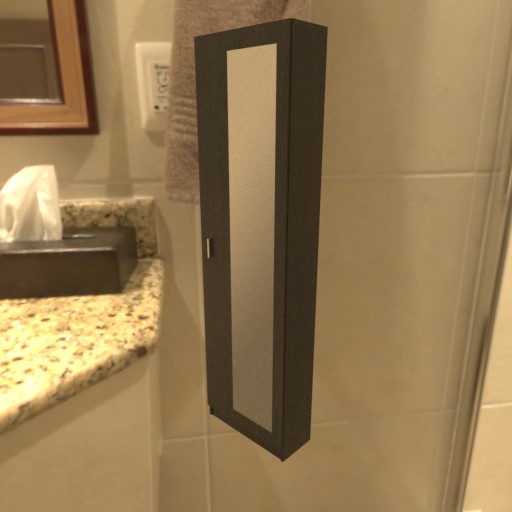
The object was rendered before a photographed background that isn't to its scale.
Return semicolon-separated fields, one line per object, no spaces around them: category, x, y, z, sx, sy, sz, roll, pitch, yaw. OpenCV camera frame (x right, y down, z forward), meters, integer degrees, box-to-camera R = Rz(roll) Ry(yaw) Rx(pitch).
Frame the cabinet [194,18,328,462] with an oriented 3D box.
cabinet;0.000;0.000;1.953;0.500;1.790;0.230;15;23;41
